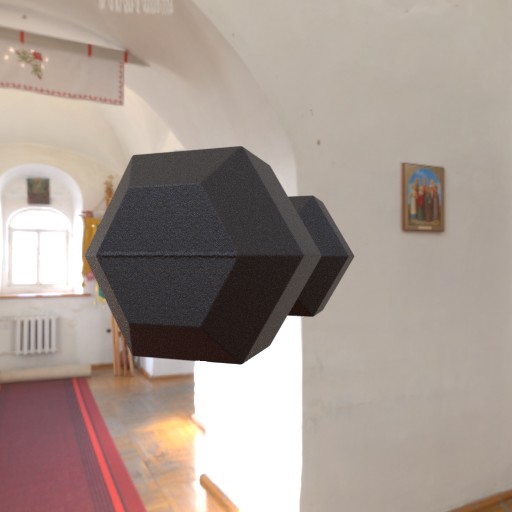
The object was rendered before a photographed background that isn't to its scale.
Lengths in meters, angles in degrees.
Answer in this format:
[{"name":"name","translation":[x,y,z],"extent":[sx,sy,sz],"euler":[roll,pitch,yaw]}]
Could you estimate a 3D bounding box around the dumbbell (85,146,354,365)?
[{"name":"dumbbell","translation":[0.000,0.000,0.332],"extent":[0.122,0.106,0.271],"euler":[0,0,18]}]
